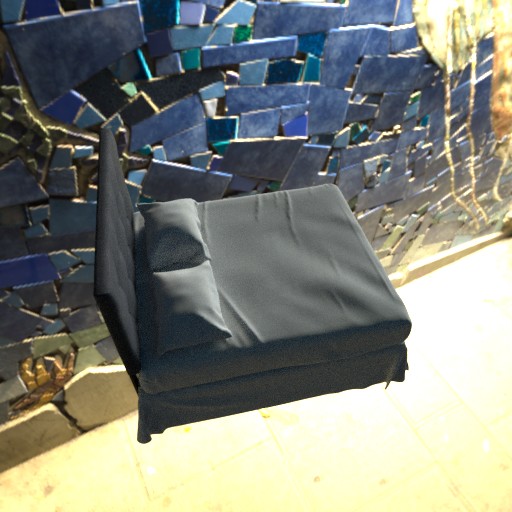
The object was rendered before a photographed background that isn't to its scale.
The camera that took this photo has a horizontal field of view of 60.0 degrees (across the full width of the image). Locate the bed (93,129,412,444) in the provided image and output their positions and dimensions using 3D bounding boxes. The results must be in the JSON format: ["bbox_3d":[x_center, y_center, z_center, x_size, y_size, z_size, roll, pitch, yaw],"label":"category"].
[{"bbox_3d":[0.000,0.000,3.501,2.222,1.577,1.936,-9,48,-8],"label":"bed"}]
